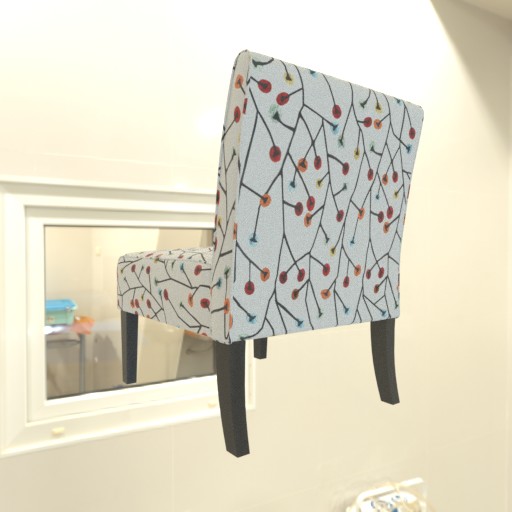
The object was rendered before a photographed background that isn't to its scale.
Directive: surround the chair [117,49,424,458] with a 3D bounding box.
[{"bbox_3d":[0.000,0.000,1.300,0.597,0.813,0.732,-1,1,-36],"label":"chair"}]
